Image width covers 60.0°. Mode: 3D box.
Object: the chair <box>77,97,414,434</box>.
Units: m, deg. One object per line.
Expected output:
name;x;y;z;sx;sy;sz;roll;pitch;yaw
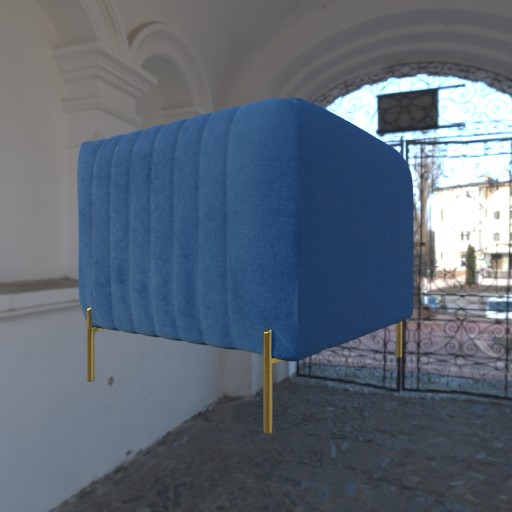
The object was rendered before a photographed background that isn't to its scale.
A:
chair;0.000;0.000;1.582;0.877;0.793;0.947;0;1;36
